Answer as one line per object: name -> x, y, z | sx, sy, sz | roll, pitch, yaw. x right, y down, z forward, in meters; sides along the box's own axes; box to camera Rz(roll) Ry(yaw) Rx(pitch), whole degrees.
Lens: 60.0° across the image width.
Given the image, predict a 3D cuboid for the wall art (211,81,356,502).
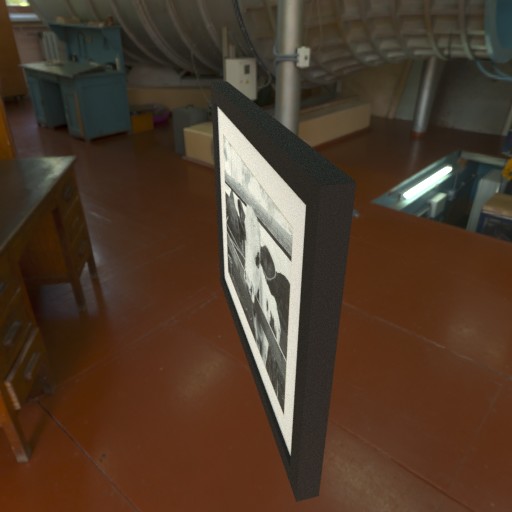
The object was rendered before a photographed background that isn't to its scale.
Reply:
wall art -> 0.000, 0.000, 0.524 | 0.024, 0.329, 0.404 | -7, 31, -13
